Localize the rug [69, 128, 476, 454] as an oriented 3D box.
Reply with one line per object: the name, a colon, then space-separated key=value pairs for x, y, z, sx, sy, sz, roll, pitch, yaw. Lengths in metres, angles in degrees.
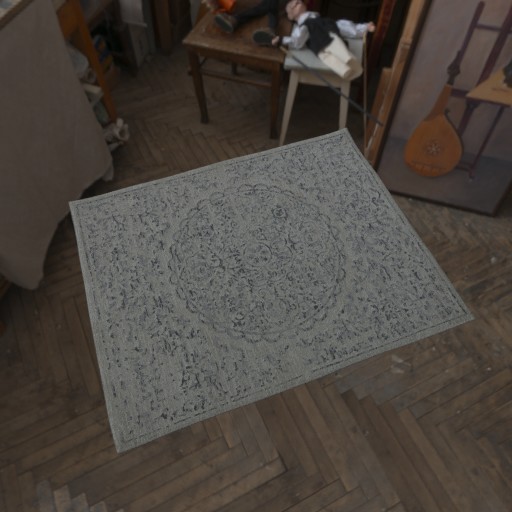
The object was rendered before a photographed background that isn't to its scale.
rug: x=0.000 y=0.000 z=3.879 sx=2.925 sy=0.026 sz=2.343 roll=-17 pitch=60 yaw=-10
